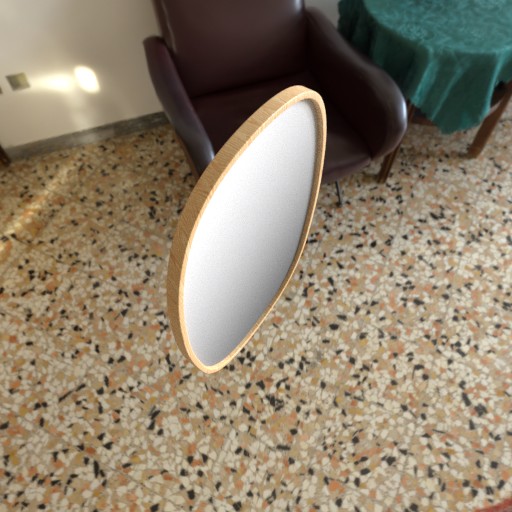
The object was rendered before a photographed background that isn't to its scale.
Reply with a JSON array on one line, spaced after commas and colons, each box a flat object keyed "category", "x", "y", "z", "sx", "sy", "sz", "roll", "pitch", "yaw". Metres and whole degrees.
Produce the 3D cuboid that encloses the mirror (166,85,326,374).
[{"category": "mirror", "x": 0.000, "y": 0.000, "z": 1.382, "sx": 0.037, "sy": 1.075, "sz": 0.724, "roll": 31, "pitch": 63, "yaw": 17}]
